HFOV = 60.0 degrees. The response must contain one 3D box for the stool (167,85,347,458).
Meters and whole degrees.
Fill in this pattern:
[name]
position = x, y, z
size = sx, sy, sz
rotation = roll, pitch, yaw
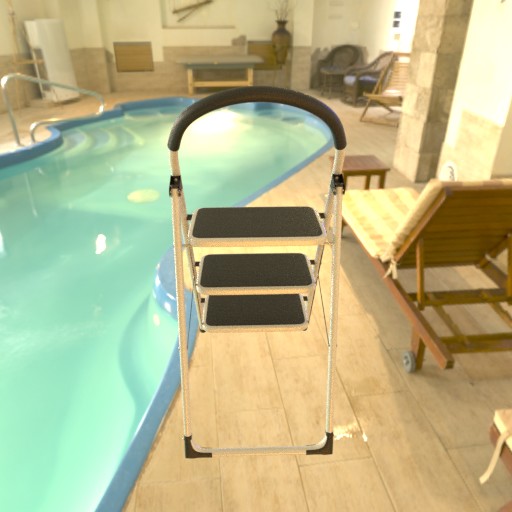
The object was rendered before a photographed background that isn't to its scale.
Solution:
[stool]
position = 0.000, 0.000, 1.449
size = 0.485, 1.109, 0.676
rotation = -1, 29, -2
